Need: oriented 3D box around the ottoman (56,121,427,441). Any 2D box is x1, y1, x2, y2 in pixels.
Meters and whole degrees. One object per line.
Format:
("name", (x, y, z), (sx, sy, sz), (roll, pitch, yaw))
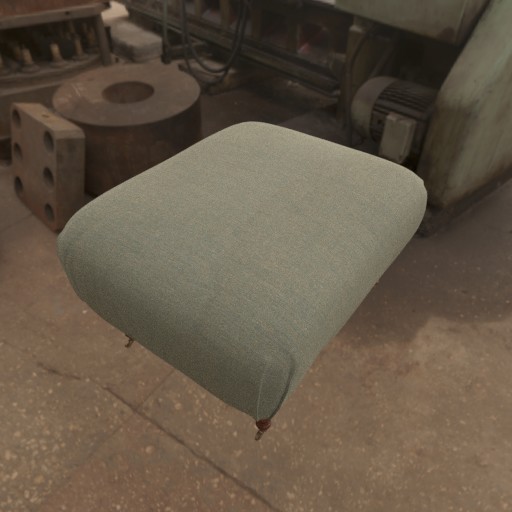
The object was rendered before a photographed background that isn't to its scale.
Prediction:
("ottoman", (0.000, 0.000, 1.139), (0.622, 0.450, 0.747), (26, 47, 27))
